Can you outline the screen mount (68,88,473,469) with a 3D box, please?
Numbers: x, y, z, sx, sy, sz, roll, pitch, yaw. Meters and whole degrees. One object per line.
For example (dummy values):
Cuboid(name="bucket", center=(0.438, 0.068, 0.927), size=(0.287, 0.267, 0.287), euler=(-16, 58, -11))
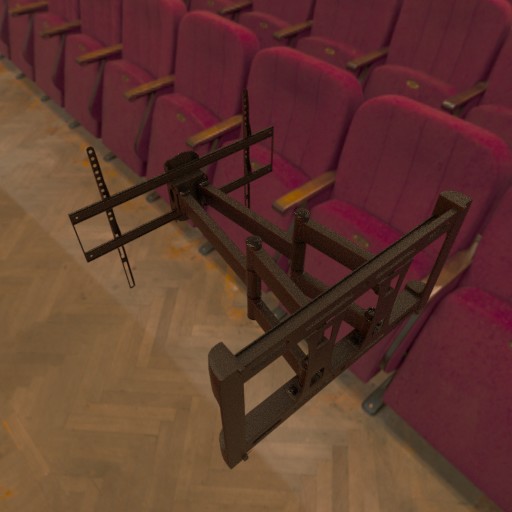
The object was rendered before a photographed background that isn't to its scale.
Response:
Cuboid(name="screen mount", center=(0.000, 0.000, 1.099), size=(0.661, 0.491, 0.644), euler=(-31, 53, -26))
